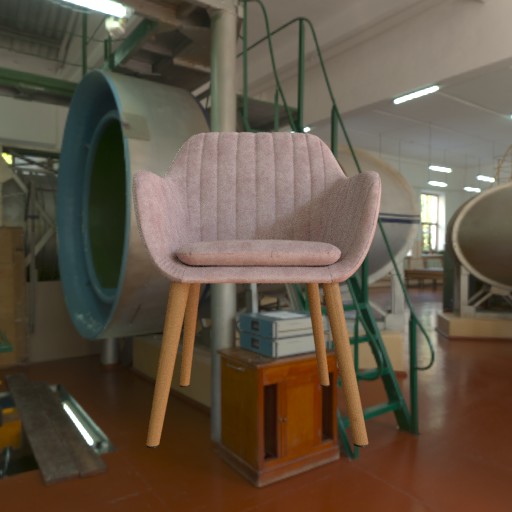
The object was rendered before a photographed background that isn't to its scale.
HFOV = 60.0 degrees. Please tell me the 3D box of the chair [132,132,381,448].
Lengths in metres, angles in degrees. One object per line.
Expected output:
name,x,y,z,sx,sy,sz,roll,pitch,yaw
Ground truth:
chair,0.000,0.000,1.247,0.610,0.832,0.570,0,1,-1
